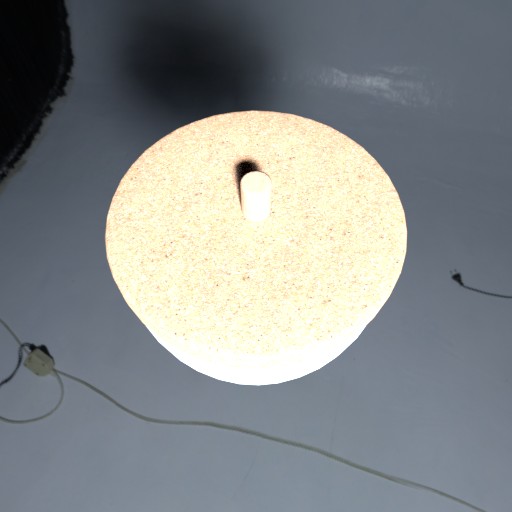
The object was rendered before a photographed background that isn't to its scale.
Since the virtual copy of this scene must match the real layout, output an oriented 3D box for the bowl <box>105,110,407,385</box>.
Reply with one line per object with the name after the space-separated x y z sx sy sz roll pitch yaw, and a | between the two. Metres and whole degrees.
0.000 0.000 0.217 0.126 0.110 0.126 0 59 0 | bowl
